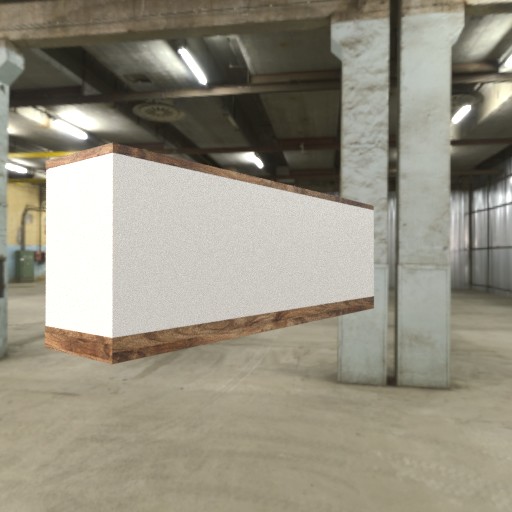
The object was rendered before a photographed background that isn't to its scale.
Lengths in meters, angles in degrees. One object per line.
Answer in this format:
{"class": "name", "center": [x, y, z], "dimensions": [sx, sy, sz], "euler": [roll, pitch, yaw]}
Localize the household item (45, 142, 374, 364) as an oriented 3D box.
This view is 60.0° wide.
{"class": "household item", "center": [0.000, 0.000, 2.059], "dimensions": [0.390, 0.615, 1.800], "euler": [0, -1, 38]}
